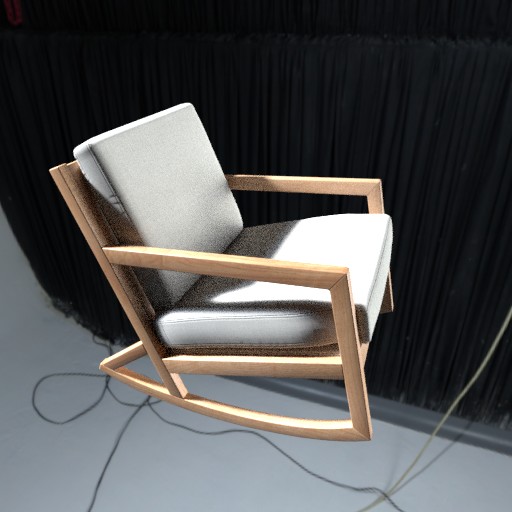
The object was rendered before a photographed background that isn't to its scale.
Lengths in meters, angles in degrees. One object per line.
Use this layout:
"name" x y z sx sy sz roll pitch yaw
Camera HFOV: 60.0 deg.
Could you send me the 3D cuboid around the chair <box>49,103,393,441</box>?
"chair" 0.000 0.000 1.374 0.857 0.790 0.622 10 31 18
